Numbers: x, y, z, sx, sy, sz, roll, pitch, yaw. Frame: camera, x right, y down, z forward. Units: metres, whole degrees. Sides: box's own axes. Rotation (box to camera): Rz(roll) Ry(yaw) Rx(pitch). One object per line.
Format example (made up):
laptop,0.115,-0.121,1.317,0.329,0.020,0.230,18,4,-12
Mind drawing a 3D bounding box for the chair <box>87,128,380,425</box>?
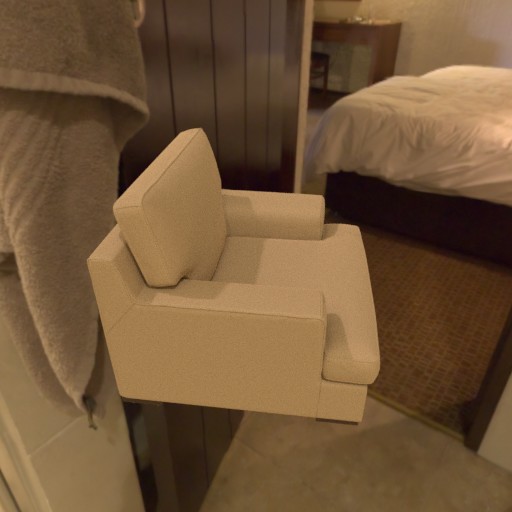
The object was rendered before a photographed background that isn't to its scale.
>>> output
chair,0.000,0.000,2.219,1.274,1.005,1.293,0,32,0
